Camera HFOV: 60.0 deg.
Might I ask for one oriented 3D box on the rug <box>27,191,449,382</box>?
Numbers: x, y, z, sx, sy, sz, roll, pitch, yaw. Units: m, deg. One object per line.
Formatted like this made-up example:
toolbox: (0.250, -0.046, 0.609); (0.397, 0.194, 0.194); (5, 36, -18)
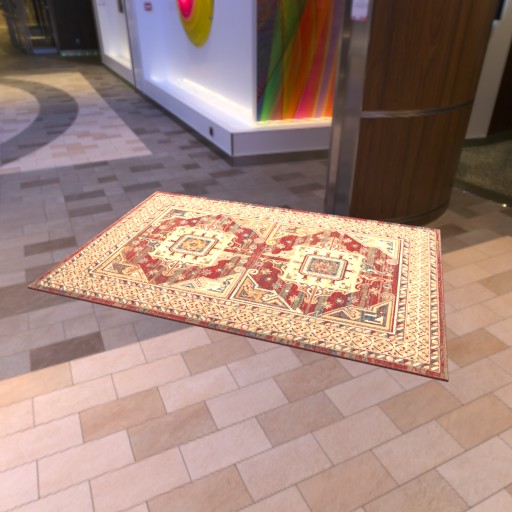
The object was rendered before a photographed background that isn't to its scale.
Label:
rug: (0.000, 0.000, 5.757); (4.578, 0.033, 3.033); (10, 32, 16)
